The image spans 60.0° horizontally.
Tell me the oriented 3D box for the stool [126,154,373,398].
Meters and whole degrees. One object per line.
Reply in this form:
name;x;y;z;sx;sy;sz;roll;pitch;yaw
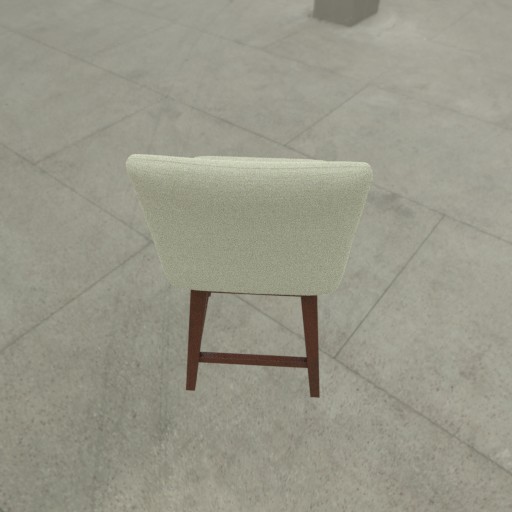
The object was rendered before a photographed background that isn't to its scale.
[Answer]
stool;0.000;0.000;1.314;0.469;0.991;0.559;2;46;2
